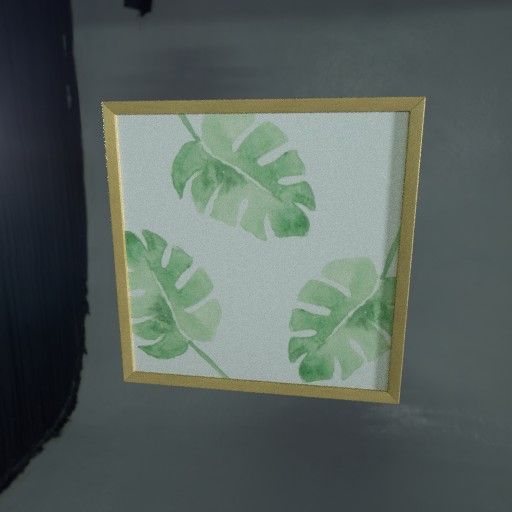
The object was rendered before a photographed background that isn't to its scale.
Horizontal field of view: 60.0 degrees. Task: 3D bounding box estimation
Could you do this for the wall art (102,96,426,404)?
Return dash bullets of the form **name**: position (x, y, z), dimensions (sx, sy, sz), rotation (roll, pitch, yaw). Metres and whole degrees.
- **wall art**: position (0.000, 0.000, 1.143), dimensions (0.763, 0.763, 0.037), rotation (2, 14, 8)
